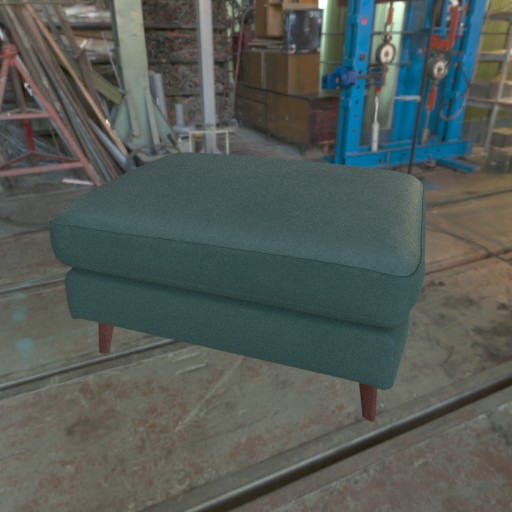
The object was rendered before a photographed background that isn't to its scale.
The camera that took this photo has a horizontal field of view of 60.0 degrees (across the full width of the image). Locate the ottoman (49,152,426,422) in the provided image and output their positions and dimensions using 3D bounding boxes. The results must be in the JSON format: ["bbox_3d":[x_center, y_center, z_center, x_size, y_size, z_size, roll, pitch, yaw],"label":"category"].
[{"bbox_3d":[0.000,0.000,1.172,0.811,0.449,0.608,9,28,17],"label":"ottoman"}]
